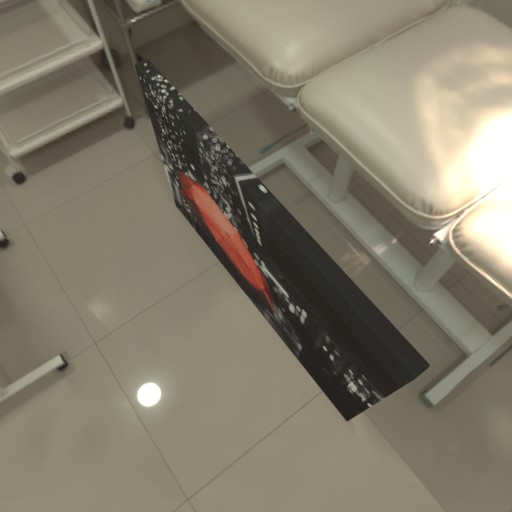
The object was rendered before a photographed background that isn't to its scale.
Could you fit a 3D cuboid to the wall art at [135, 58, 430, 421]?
[{"bbox_3d":[0.000,0.000,1.162,0.038,0.609,0.914,-34,68,-16],"label":"wall art"}]
